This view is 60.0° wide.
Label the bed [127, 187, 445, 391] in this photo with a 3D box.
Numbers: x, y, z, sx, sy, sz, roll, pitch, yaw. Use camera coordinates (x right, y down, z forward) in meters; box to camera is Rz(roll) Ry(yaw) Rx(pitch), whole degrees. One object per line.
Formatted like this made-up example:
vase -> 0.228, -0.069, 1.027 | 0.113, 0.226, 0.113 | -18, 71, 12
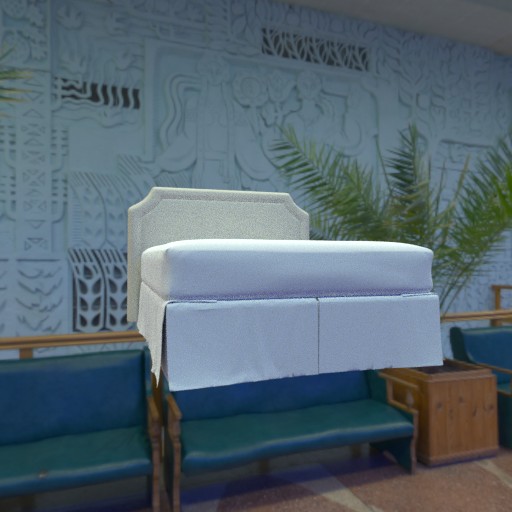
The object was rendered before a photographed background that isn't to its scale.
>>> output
bed -> 0.000, 0.000, 3.372 | 1.827, 1.296, 2.209 | 0, 0, -18
